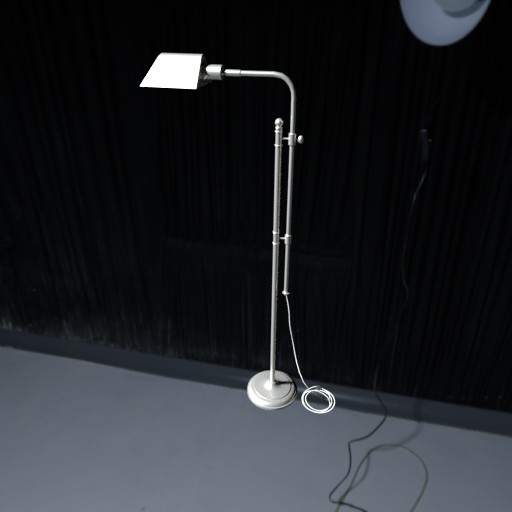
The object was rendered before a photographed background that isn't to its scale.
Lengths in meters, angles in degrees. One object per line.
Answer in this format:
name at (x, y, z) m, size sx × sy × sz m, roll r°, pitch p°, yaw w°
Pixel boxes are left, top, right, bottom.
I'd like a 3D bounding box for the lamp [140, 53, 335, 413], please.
lamp at (0.000, 0.000, 1.900) m, size 0.813 × 1.571 × 0.256 m, roll 8°, pitch 31°, yaw 13°
